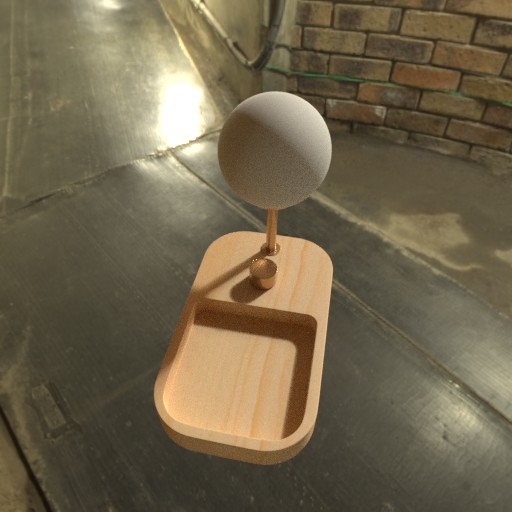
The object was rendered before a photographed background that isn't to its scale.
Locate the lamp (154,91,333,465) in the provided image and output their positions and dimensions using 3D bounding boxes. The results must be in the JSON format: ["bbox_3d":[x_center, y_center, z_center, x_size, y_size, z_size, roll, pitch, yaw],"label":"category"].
[{"bbox_3d":[0.000,0.000,0.469,0.173,0.253,0.331,8,47,8],"label":"lamp"}]
